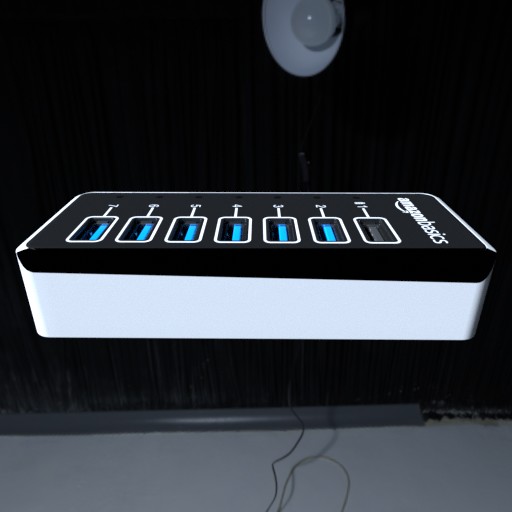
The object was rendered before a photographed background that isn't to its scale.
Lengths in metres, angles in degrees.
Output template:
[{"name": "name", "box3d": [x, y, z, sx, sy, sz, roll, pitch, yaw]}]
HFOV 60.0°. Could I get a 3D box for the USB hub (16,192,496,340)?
[{"name": "USB hub", "box3d": [0.000, 0.000, 0.122, 0.110, 0.023, 0.044, 0, 27, 1]}]
